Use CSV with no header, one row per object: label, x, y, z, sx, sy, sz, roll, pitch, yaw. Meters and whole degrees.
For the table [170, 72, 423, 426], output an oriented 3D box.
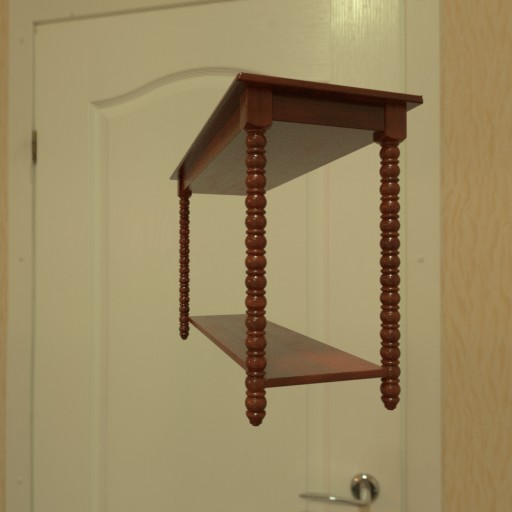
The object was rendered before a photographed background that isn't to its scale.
table,0.000,0.000,1.524,0.459,0.740,1.184,0,0,-17
